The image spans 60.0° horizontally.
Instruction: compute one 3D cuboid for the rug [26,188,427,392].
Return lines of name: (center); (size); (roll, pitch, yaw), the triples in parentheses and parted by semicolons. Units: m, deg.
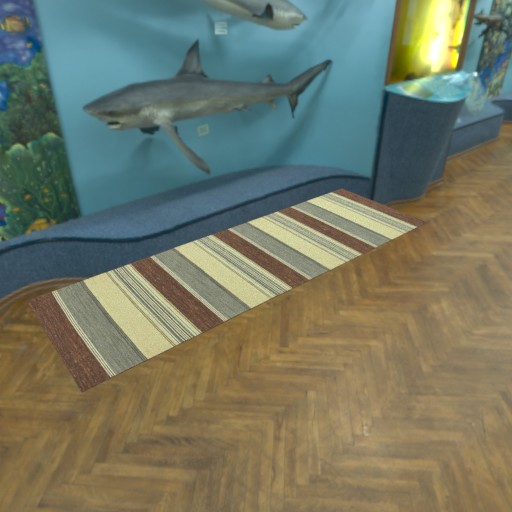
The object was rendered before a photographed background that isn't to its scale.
rug: (0.000, 0.000, 2.704); (2.437, 0.006, 0.792); (-22, 37, -33)
